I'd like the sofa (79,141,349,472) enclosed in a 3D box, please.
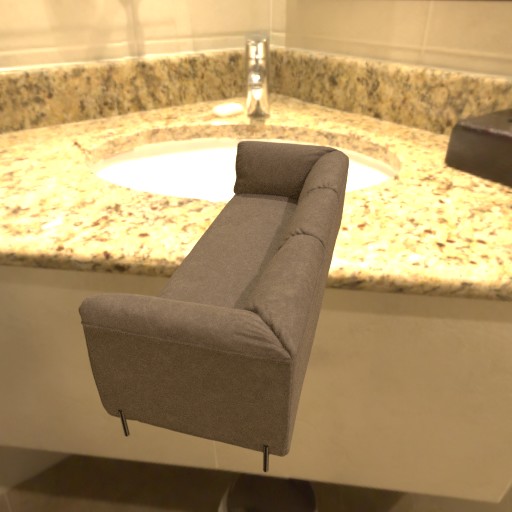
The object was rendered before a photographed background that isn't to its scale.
[{"bbox_3d":[0.000,0.000,2.694,0.899,0.758,2.238,8,33,13],"label":"sofa"}]
